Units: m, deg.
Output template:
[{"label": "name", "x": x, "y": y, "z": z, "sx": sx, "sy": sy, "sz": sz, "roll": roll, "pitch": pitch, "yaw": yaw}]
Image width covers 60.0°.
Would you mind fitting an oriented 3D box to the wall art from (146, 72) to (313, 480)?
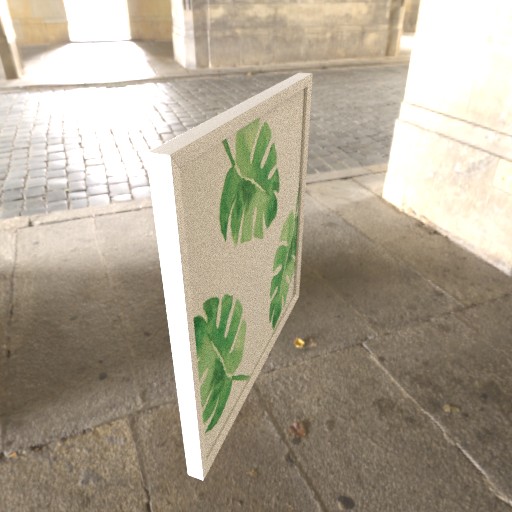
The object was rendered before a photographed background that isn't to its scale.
[{"label": "wall art", "x": 0.000, "y": 0.000, "z": 1.125, "sx": 0.040, "sy": 0.762, "sz": 0.762, "roll": 11, "pitch": 33, "yaw": 18}]
